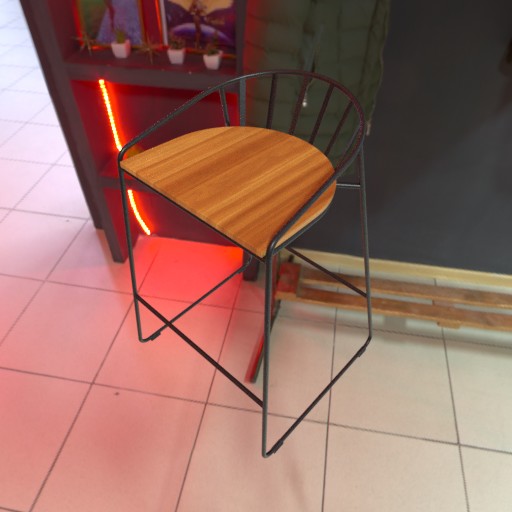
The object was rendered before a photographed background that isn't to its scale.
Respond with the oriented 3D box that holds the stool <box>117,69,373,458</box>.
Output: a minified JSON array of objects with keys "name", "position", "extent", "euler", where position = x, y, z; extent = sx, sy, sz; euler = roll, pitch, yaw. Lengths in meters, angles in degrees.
[{"name":"stool","position":[0.000,0.000,1.157],"extent":[0.546,0.812,0.521],"euler":[33,53,29]}]
